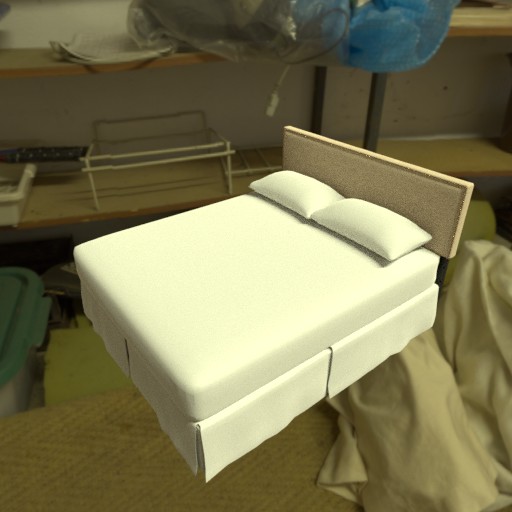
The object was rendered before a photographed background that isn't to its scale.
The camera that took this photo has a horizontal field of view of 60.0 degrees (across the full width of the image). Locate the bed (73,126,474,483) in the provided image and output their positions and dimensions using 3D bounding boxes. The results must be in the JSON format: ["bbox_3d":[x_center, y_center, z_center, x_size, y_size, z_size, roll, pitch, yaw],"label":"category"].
[{"bbox_3d":[0.000,0.000,2.790,1.876,1.016,1.616,-21,37,-31],"label":"bed"}]
